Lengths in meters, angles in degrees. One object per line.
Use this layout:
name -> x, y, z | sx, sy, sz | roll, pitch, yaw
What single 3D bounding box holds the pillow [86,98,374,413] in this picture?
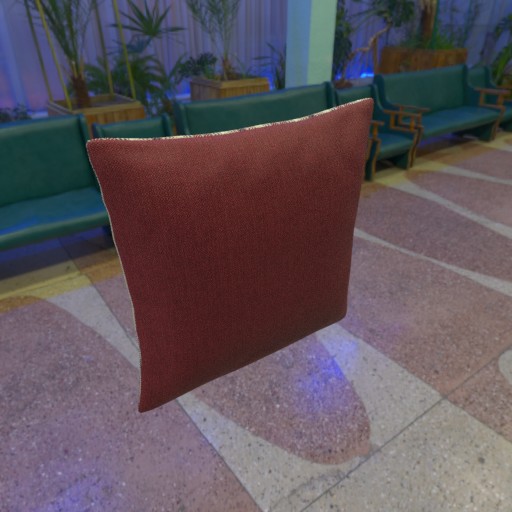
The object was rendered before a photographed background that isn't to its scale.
pillow -> 0.000, 0.000, 0.798 | 0.513, 0.497, 0.166 | -19, 35, -29
